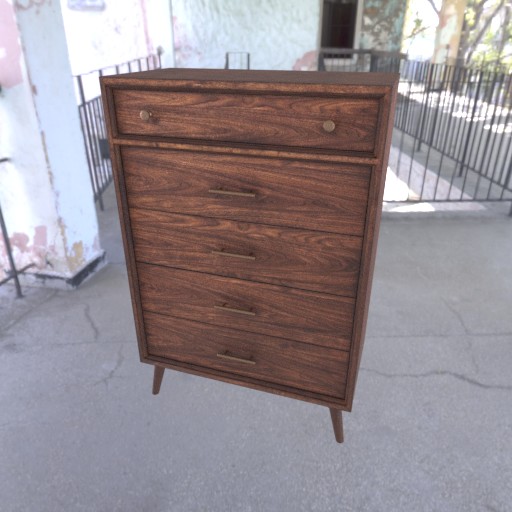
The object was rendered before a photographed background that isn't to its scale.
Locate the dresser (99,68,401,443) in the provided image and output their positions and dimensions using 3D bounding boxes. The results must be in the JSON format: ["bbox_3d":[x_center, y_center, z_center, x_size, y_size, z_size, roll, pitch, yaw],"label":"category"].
[{"bbox_3d":[0.000,0.000,1.799,0.919,1.365,0.498,8,28,17],"label":"dresser"}]
